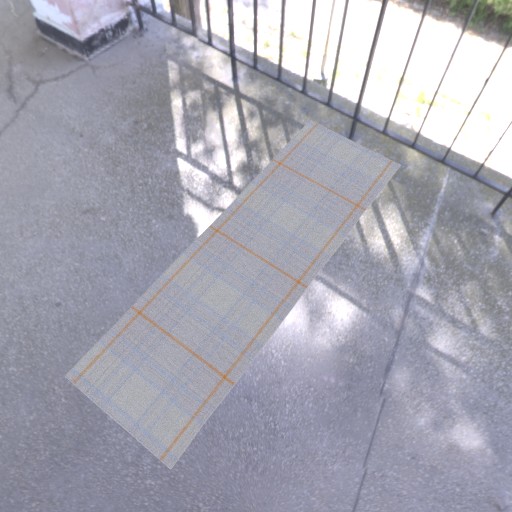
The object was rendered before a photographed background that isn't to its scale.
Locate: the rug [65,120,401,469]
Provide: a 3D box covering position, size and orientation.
[{"bbox_3d":[0.000,0.000,2.777,0.770,0.016,2.442,32,65,18],"label":"rug"}]
